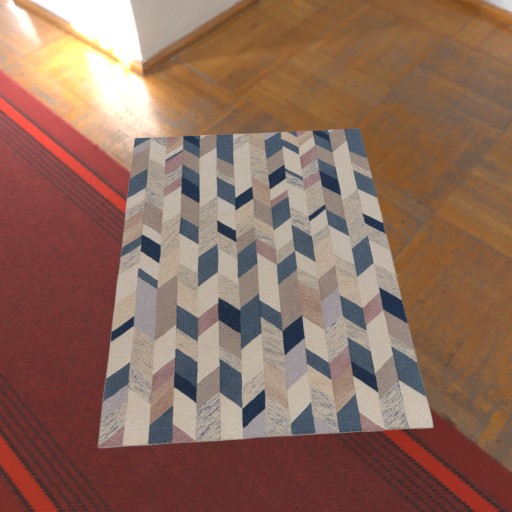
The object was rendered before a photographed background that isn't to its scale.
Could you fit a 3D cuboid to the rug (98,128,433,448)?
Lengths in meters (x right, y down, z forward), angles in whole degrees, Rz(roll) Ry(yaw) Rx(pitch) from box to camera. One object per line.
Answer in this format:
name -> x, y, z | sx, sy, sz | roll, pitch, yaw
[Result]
rug -> 0.000, 0.000, 3.994 | 2.451, 0.011, 3.072 | -3, 60, -2
